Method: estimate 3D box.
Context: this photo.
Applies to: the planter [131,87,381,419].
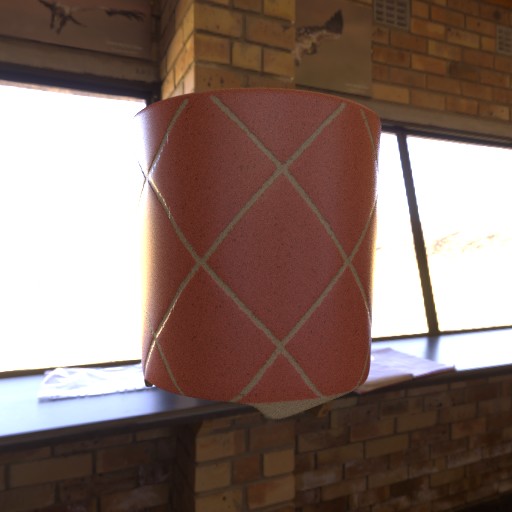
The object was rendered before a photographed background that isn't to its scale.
[{"bbox_3d":[0.000,0.000,0.419,0.227,0.235,0.227,0,0,0],"label":"planter"}]
